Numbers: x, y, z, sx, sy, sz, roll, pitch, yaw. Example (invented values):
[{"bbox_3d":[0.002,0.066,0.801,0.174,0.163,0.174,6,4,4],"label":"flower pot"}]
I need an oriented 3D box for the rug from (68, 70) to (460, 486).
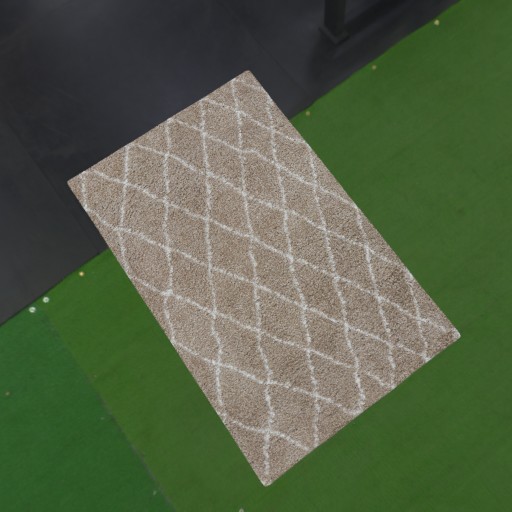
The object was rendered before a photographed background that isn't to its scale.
[{"bbox_3d":[0.000,0.000,3.411,1.778,0.030,2.743,-34,79,-8],"label":"rug"}]
